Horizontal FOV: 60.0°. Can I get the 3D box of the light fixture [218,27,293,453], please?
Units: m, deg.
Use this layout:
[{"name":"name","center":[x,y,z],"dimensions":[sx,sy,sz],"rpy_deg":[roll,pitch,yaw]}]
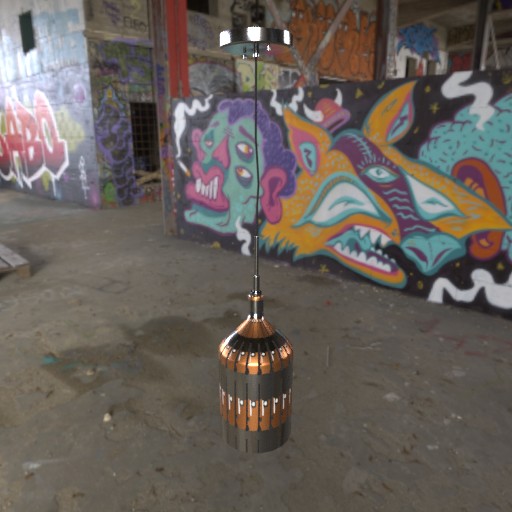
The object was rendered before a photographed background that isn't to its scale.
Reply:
[{"name":"light fixture","center":[0.000,0.000,1.692],"dimensions":[0.303,1.535,0.303],"rpy_deg":[0,15,0]}]
